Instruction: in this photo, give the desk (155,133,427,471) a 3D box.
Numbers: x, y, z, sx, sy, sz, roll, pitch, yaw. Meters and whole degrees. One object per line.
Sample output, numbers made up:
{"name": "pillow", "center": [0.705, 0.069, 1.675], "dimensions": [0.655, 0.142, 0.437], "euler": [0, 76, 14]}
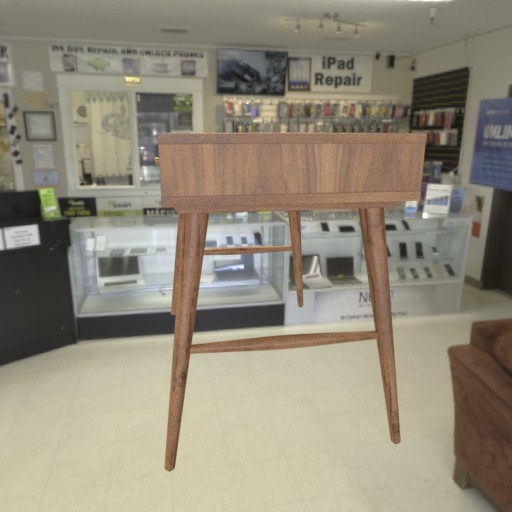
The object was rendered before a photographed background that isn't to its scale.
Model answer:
{"name": "desk", "center": [0.000, 0.000, 1.417], "dimensions": [0.588, 0.758, 0.949], "euler": [-3, 16, -9]}
